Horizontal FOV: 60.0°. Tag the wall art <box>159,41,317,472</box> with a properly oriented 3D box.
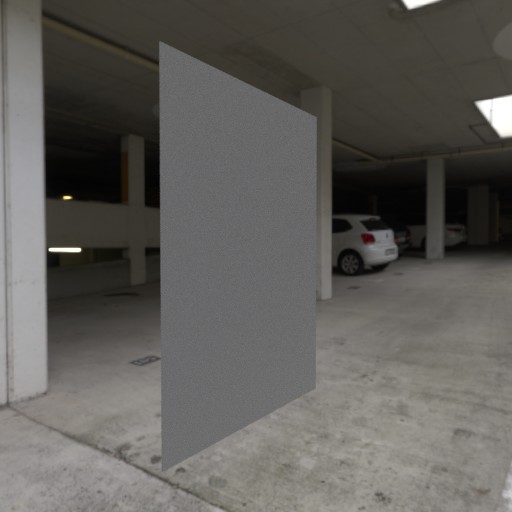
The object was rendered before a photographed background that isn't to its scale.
[{"bbox_3d":[0.000,0.000,0.813,0.003,0.609,0.457,1,2,36],"label":"wall art"}]
